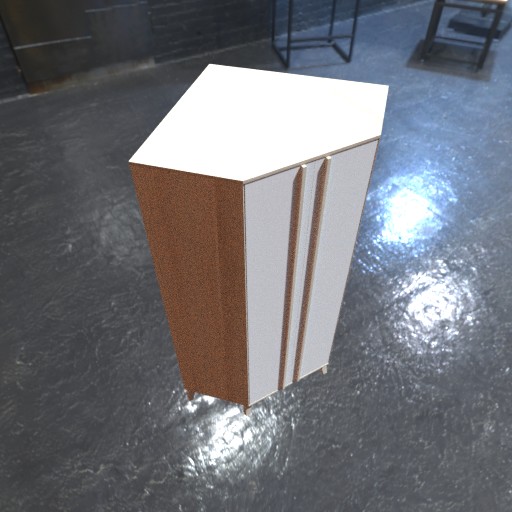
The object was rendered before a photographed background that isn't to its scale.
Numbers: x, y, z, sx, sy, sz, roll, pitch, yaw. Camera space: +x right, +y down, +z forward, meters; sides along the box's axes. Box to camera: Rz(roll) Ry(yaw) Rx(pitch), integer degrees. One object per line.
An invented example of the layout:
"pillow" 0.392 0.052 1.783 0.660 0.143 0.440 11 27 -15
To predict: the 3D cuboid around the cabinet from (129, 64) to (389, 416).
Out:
"cabinet" 0.000 0.000 2.682 1.272 1.957 0.969 -22 50 -20
